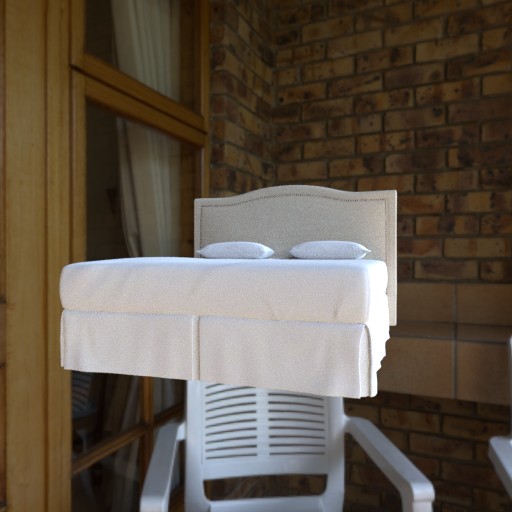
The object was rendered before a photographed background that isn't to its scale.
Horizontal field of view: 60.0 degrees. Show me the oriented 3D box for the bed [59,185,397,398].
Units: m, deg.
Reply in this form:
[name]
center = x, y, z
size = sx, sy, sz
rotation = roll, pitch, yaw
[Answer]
[bed]
center = 0.000, 0.000, 3.491
size = 2.083, 1.421, 2.182
rotation = 0, 0, 18
